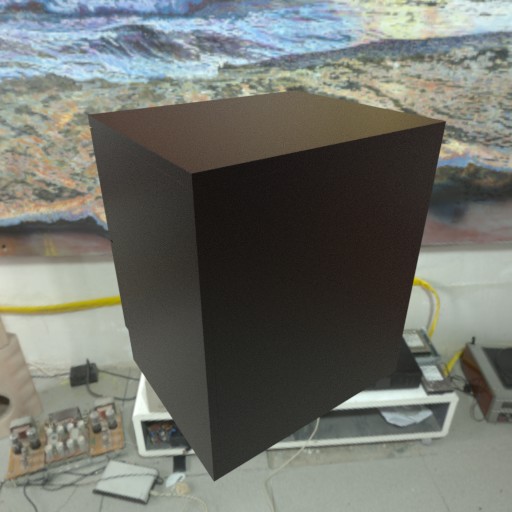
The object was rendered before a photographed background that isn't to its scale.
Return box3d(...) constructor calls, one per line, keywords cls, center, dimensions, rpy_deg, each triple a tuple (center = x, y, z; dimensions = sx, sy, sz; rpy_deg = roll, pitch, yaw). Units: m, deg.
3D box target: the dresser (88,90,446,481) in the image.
box3d(cls="dresser", center=(0.000, 0.000, 0.765), dimensions=(0.400, 0.470, 0.360), rpy_deg=(-19, 34, -30))
